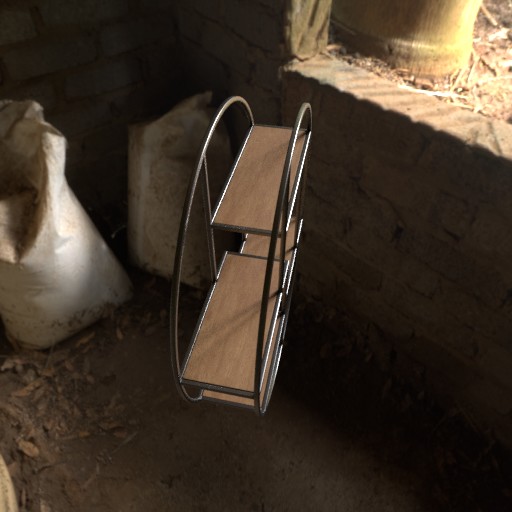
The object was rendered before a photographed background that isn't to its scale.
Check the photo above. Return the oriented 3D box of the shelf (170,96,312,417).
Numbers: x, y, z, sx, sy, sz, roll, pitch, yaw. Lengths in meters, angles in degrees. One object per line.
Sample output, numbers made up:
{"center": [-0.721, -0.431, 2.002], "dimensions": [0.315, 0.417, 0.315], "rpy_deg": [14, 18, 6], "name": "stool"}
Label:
{"center": [0.000, 0.000, 1.328], "dimensions": [0.202, 0.888, 0.888], "rpy_deg": [9, 46, 8], "name": "shelf"}
